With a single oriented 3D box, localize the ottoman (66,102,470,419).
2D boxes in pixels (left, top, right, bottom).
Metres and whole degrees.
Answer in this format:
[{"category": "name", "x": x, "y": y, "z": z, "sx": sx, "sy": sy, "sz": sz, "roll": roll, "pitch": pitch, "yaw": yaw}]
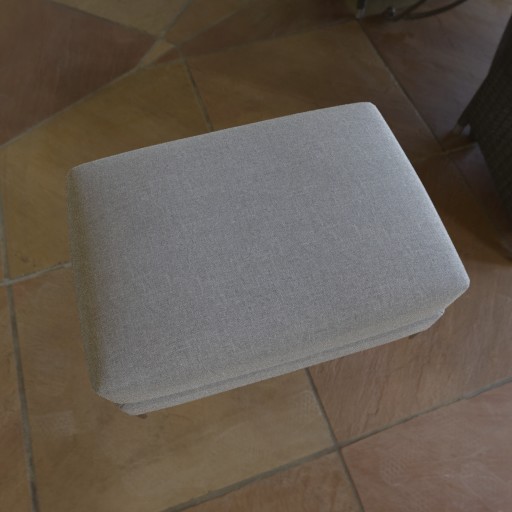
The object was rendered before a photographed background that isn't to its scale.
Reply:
[{"category": "ottoman", "x": 0.000, "y": 0.000, "z": 1.152, "sx": 0.838, "sy": 0.457, "sz": 0.584, "roll": -15, "pitch": 65, "yaw": -7}]
